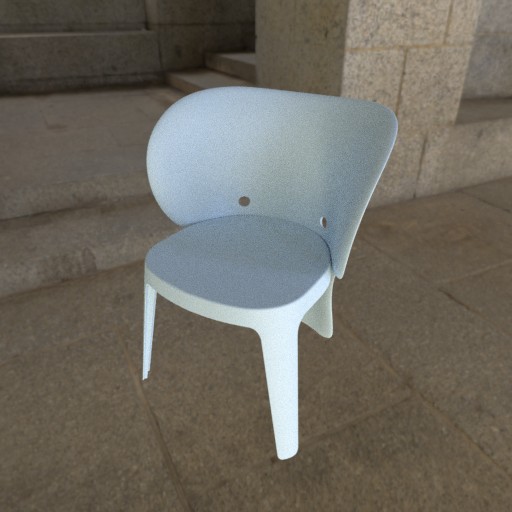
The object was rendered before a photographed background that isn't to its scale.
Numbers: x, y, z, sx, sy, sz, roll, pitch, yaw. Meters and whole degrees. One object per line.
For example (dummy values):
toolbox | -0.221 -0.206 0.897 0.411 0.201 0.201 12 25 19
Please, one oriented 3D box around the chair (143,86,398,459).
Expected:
chair | 0.000 0.000 0.860 0.451 0.554 0.402 18 35 29
